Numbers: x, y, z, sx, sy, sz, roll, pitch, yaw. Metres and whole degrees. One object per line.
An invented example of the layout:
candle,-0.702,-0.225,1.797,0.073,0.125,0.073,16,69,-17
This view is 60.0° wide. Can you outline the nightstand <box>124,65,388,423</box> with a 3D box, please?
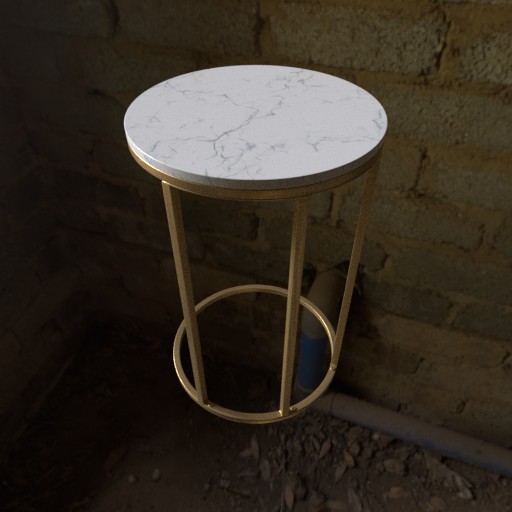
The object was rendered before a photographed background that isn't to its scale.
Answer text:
nightstand,0.000,0.000,0.892,0.400,0.610,0.400,-12,44,-13
